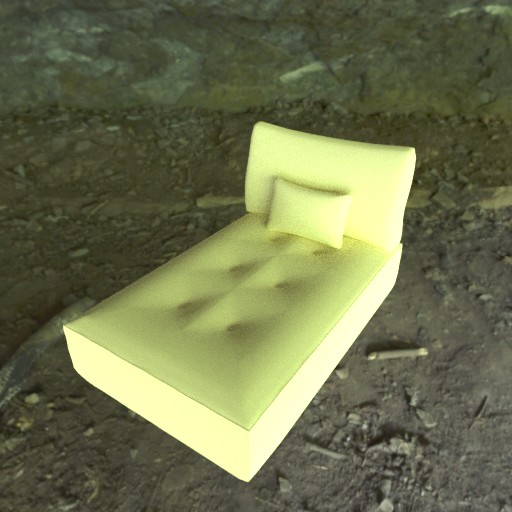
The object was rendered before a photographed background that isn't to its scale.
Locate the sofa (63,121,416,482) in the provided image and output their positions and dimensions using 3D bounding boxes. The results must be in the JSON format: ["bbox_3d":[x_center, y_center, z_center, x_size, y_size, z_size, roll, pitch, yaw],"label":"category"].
[{"bbox_3d":[0.000,0.000,2.007,0.930,0.820,1.450,19,35,29],"label":"sofa"}]
